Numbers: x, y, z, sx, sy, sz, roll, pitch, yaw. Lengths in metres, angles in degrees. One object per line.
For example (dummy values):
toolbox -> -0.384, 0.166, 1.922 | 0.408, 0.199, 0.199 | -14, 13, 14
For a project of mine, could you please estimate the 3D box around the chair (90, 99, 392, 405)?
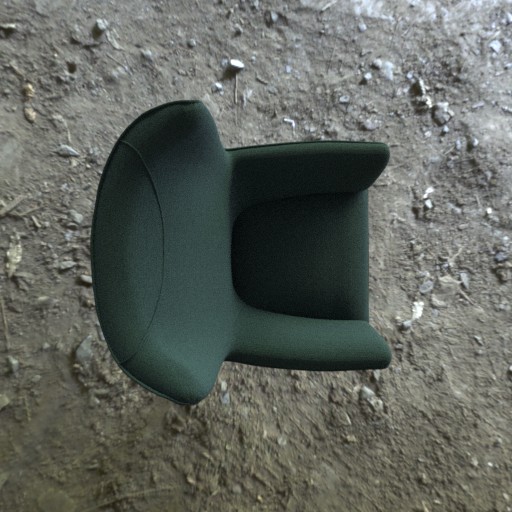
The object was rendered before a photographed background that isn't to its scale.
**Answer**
chair -> 0.000, 0.000, 1.576 | 0.888, 0.933, 0.781 | 0, 89, 0
